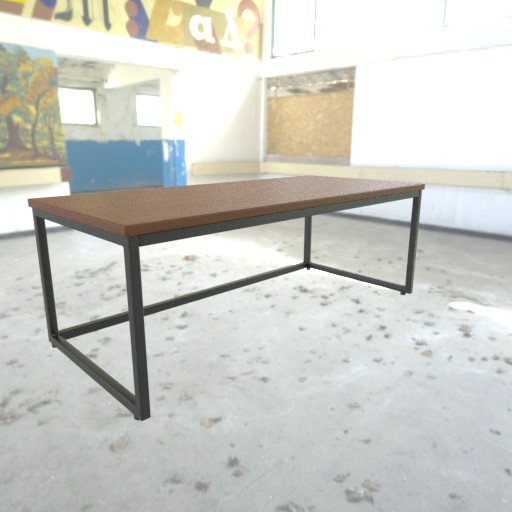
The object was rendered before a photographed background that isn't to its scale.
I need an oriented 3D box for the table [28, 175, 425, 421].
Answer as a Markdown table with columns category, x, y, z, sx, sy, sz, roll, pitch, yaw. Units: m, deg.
| category | x | y | z | sx | sy | sz | roll | pitch | yaw |
| --- | --- | --- | --- | --- | --- | --- | --- | --- | --- |
| table | 0.000 | 0.000 | 1.348 | 1.100 | 0.400 | 0.500 | -14 | 20 | -42 |
